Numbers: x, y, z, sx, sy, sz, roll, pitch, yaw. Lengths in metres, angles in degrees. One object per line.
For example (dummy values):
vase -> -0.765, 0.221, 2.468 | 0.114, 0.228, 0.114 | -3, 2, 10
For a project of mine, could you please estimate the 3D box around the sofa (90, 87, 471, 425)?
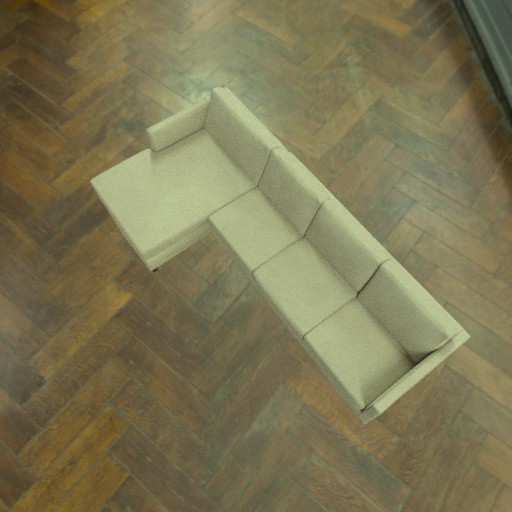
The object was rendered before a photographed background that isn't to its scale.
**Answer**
sofa -> 0.000, 0.000, 3.842 | 1.625, 0.846, 3.186 | -33, 68, -15
